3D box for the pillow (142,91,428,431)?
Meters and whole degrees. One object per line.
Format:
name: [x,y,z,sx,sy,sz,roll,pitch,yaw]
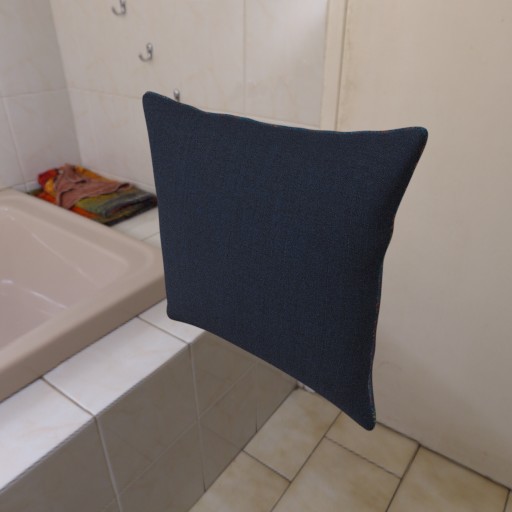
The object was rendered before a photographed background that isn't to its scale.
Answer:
pillow: [0.000,0.000,0.650,0.431,0.431,0.141,21,36,33]
